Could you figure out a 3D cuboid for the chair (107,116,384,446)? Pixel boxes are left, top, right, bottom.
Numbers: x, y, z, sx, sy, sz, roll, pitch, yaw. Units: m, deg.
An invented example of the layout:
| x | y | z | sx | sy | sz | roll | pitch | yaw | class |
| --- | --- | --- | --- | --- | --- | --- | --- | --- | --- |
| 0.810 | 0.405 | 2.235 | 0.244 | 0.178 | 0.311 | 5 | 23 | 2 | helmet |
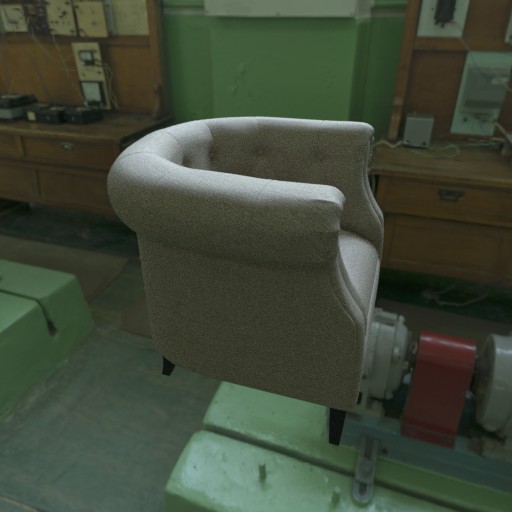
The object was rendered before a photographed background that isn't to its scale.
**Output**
| x | y | z | sx | sy | sz | roll | pitch | yaw | class |
| --- | --- | --- | --- | --- | --- | --- | --- | --- | --- |
| 0.000 | 0.000 | 1.572 | 0.852 | 0.827 | 0.905 | 9 | 30 | 16 | chair |
